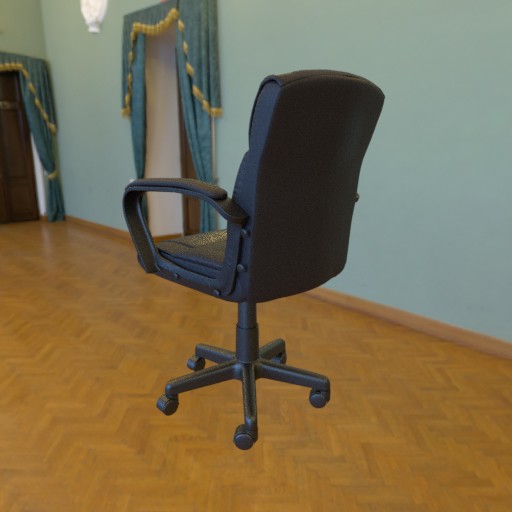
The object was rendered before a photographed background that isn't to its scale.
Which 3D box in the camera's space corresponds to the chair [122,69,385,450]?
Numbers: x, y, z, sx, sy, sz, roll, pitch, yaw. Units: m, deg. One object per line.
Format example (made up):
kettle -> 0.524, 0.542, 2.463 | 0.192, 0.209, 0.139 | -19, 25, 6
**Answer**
chair -> 0.000, 0.000, 1.359 | 0.641, 0.998, 0.576 | 14, 20, 42
